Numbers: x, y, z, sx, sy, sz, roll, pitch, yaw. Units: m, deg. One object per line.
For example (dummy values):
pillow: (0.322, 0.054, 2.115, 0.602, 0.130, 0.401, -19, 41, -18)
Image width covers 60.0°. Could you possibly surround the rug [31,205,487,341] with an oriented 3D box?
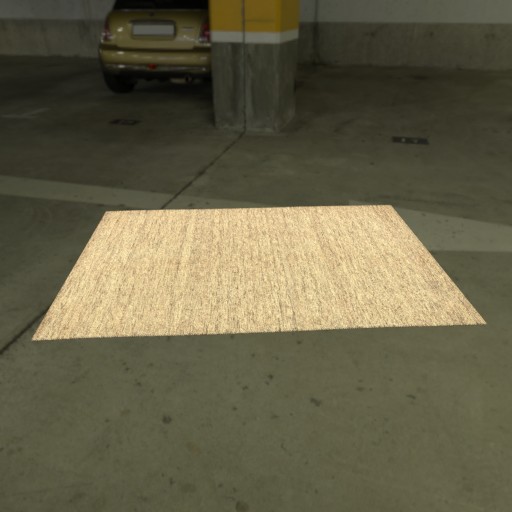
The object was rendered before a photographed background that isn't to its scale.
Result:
rug: (0.000, 0.000, 2.886, 2.283, 0.013, 1.547, -2, 30, -3)
